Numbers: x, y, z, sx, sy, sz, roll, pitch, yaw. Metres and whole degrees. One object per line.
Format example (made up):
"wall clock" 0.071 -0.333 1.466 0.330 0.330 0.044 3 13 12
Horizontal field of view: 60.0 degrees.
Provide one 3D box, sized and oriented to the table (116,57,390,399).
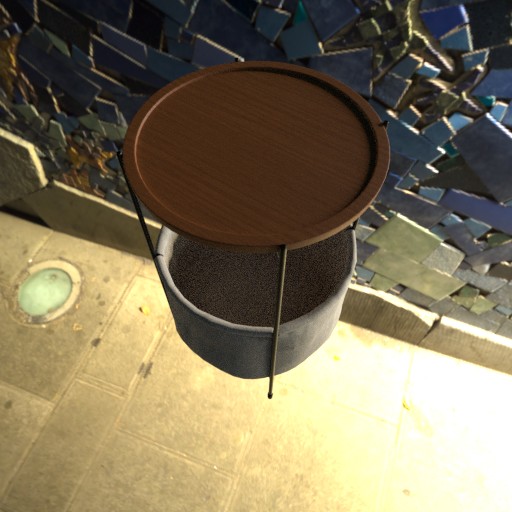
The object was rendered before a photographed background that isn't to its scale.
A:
"table" 0.000 0.000 0.904 0.393 0.623 0.393 31 61 19
